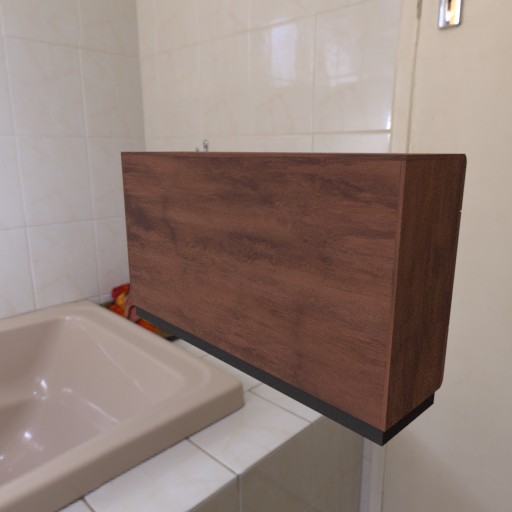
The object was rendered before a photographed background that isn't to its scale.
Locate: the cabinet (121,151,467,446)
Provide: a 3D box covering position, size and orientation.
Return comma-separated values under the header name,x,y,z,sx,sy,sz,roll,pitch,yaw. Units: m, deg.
name,x,y,z,sx,sy,sz,roll,pitch,yaw
cabinet,0.000,0.000,1.978,0.420,0.900,1.600,-13,18,-42
